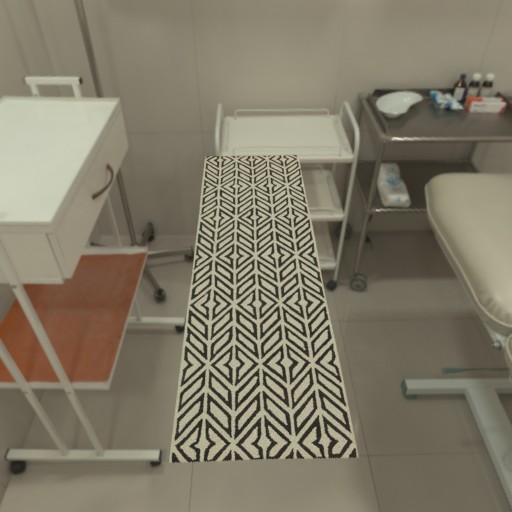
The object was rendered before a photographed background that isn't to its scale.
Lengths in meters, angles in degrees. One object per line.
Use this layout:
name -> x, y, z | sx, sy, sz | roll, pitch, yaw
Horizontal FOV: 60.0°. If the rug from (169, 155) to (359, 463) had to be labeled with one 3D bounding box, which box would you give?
rug -> 0.000, 0.000, 2.659 | 0.750, 0.009, 2.435 | -1, 42, -1
